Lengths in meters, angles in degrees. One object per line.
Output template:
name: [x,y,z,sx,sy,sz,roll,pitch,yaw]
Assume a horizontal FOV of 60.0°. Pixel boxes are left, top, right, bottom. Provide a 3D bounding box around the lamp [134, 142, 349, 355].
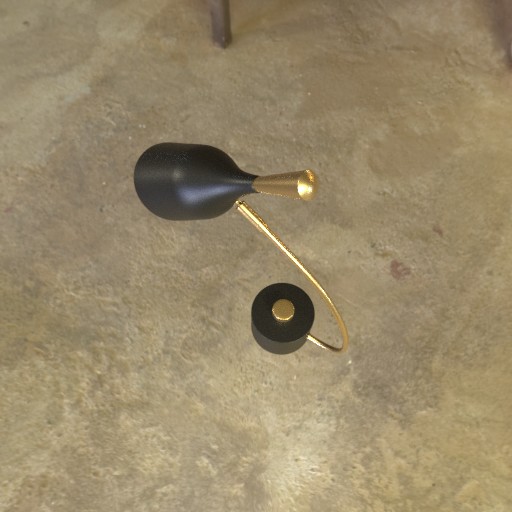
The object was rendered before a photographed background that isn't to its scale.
lamp: [0.000,0.000,0.627,0.352,0.464,0.110,31,68,14]
